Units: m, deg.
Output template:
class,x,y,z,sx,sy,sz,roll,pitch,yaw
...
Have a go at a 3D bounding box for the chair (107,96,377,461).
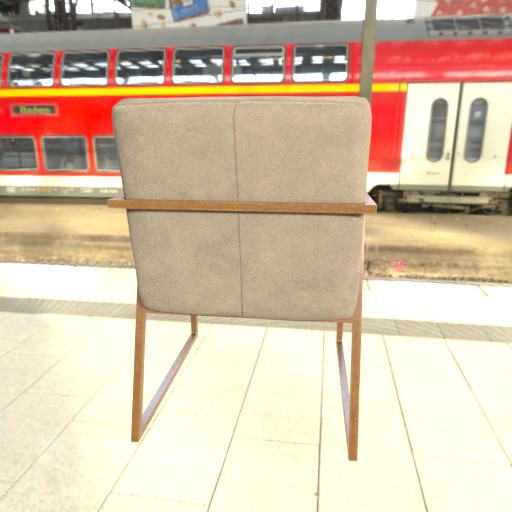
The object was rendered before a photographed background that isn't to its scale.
class,x,y,z,sx,sy,sz,roll,pitch,yaw
chair,0.000,0.000,1.298,0.578,0.843,0.682,2,16,7
